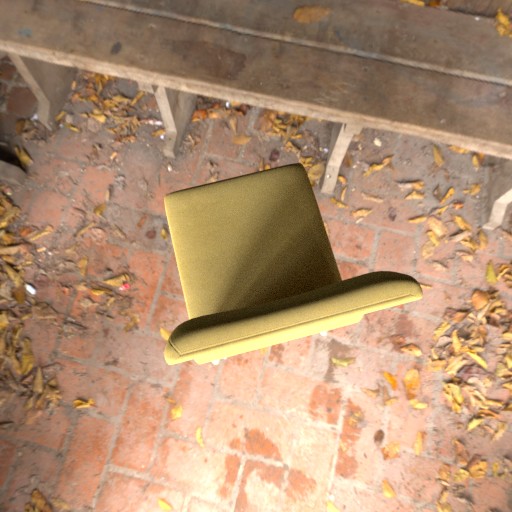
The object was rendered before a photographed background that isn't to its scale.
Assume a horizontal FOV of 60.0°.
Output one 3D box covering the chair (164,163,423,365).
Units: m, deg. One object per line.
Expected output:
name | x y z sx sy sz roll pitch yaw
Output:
chair | 0.000 0.000 1.248 0.450 0.965 0.550 -14 74 -4
